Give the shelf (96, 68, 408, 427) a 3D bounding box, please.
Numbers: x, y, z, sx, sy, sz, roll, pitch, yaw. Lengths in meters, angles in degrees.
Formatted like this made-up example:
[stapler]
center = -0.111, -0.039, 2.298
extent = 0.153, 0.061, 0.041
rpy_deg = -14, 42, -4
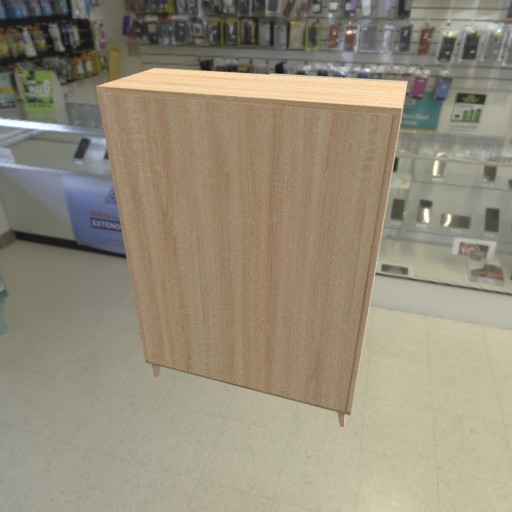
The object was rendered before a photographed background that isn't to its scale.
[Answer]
[shelf]
center = 0.000, 0.000, 1.901
extent = 0.995, 1.405, 0.434
rpy_deg = 10, 33, 16
